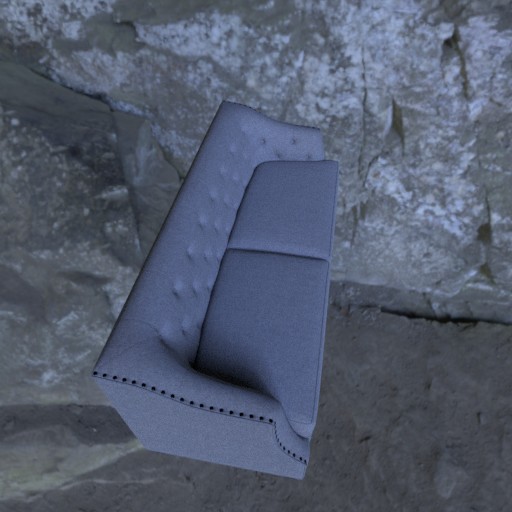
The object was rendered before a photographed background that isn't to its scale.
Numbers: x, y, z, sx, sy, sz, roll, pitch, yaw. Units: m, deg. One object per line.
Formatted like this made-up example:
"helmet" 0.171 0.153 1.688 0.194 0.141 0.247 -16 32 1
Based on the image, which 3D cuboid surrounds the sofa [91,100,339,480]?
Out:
"sofa" 0.000 0.000 2.704 0.914 0.901 2.235 8 47 7
